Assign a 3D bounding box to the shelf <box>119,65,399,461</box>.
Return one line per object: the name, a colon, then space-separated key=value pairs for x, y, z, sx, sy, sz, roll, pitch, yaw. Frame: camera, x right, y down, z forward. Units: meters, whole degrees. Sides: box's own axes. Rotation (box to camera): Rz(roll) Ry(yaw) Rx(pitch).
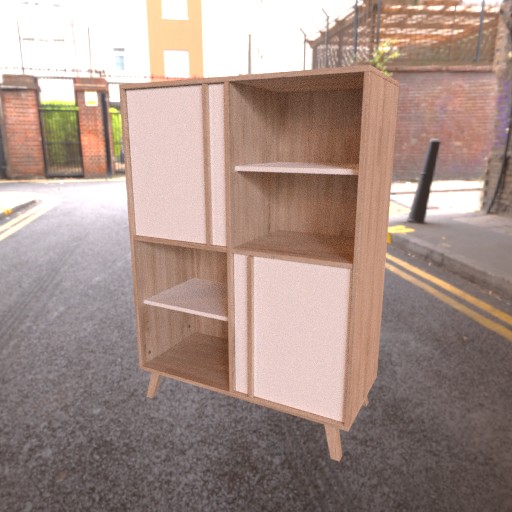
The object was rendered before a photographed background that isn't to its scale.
shelf: x=0.000 y=0.000 z=1.901 sx=1.000 sy=1.390 sz=0.450 roll=8 pitch=16 yaw=27
